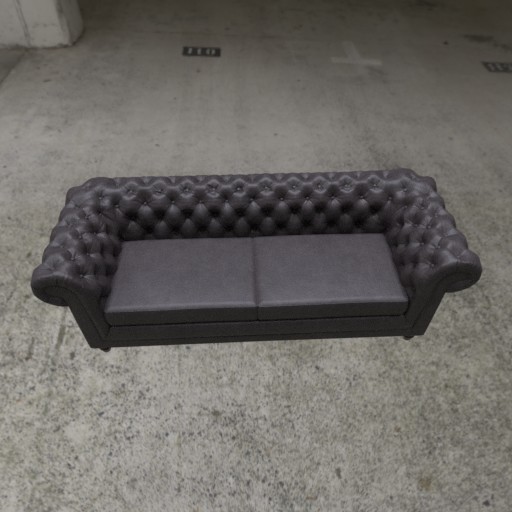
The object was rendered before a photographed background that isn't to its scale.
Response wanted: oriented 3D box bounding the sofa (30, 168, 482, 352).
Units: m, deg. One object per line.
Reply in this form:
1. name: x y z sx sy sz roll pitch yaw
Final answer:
1. sofa: 0.000 0.000 2.826 2.385 0.783 0.944 -2 45 -2
